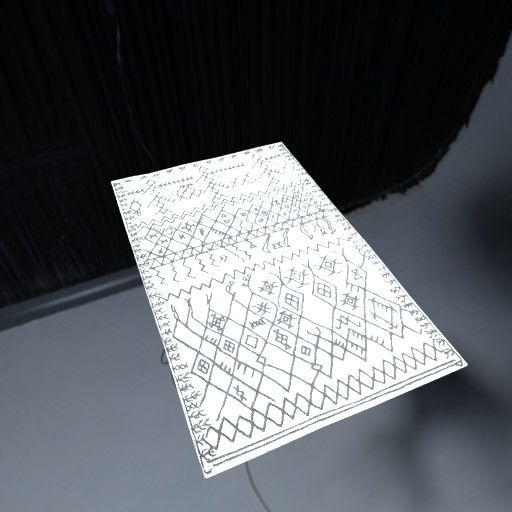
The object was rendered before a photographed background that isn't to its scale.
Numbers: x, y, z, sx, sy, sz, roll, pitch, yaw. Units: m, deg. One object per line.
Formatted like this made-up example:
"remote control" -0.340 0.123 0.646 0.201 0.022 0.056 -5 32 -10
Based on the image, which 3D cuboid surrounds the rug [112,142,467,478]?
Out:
"rug" 0.000 0.000 3.030 1.530 0.012 2.444 -17 49 -15
